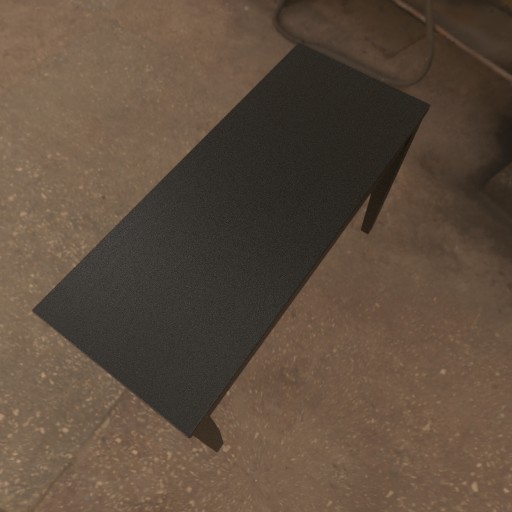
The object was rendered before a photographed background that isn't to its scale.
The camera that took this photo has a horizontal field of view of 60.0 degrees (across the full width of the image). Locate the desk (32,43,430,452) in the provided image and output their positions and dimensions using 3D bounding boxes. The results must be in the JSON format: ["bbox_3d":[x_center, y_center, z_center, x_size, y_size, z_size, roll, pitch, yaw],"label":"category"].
[{"bbox_3d":[0.000,0.000,1.607,0.508,0.775,1.220,33,68,15],"label":"desk"}]
